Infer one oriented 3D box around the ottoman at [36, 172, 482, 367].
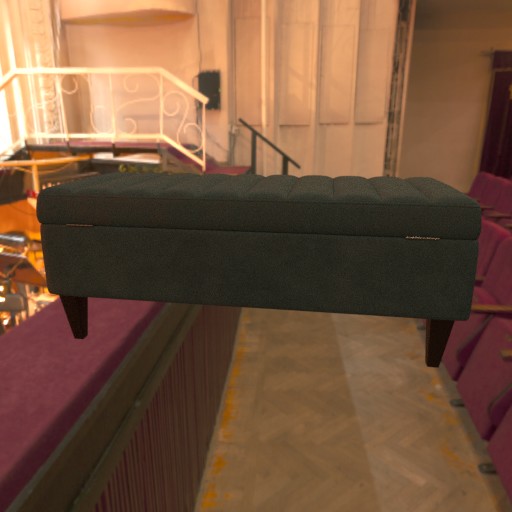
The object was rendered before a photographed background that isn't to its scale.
[{"bbox_3d":[0.000,0.000,1.382,1.151,0.469,0.482,3,17,9],"label":"ottoman"}]
